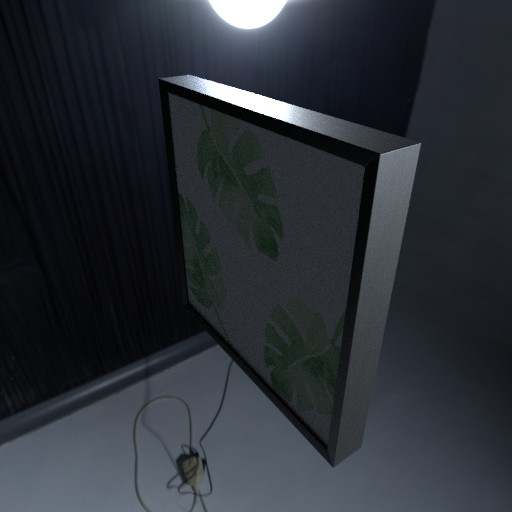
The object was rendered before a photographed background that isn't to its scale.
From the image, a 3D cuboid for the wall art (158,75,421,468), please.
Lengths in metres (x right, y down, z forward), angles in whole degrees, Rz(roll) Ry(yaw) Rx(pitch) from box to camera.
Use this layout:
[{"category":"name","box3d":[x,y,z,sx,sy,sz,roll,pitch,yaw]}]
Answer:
[{"category":"wall art","box3d":[0.000,0.000,0.453,0.038,0.304,0.304,-20,37,-30]}]
